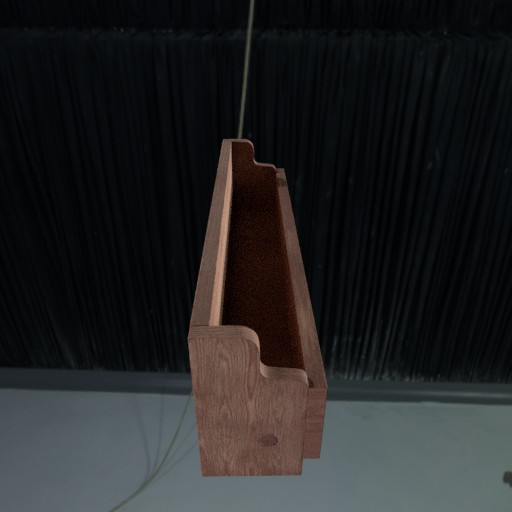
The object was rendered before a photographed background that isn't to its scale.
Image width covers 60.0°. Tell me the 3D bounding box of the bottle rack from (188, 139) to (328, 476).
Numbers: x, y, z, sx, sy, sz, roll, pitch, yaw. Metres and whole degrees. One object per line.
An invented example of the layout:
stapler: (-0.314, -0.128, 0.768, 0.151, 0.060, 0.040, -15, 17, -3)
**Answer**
bottle rack: (0.000, 0.000, 0.693, 0.126, 0.196, 0.608, 0, 31, -1)
